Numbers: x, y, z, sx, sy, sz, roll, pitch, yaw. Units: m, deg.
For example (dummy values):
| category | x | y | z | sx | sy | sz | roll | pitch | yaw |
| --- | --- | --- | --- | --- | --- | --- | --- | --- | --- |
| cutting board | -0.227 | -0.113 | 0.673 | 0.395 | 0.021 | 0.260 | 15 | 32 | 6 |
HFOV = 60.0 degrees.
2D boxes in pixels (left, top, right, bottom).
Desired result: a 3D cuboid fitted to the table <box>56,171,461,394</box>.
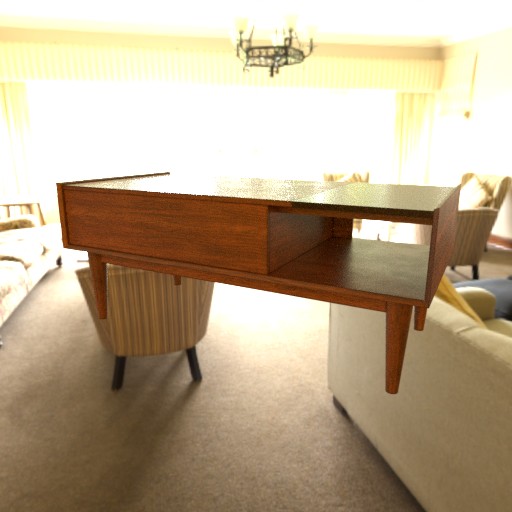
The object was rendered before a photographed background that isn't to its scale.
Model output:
| category | x | y | z | sx | sy | sz | roll | pitch | yaw |
| --- | --- | --- | --- | --- | --- | --- | --- | --- | --- |
| table | 0.000 | 0.000 | 1.555 | 1.221 | 0.508 | 0.610 | 8 | 17 | 27 |
